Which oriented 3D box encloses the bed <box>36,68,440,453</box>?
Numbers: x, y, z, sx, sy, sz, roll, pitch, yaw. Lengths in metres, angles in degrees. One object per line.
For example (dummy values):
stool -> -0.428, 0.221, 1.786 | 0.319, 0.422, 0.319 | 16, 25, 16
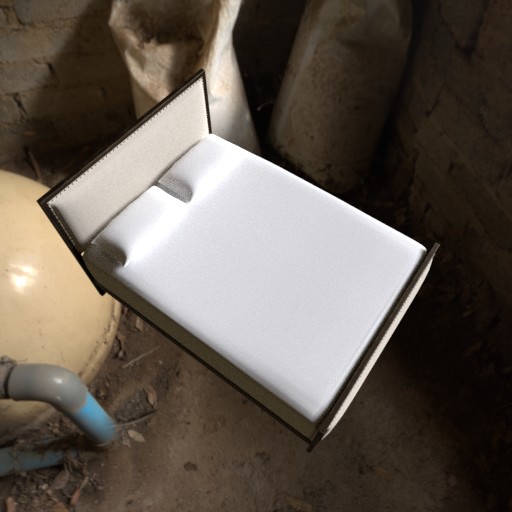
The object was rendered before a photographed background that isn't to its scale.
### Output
bed -> 0.000, 0.000, 3.319 | 2.221, 1.313, 1.607 | 32, 64, 18
